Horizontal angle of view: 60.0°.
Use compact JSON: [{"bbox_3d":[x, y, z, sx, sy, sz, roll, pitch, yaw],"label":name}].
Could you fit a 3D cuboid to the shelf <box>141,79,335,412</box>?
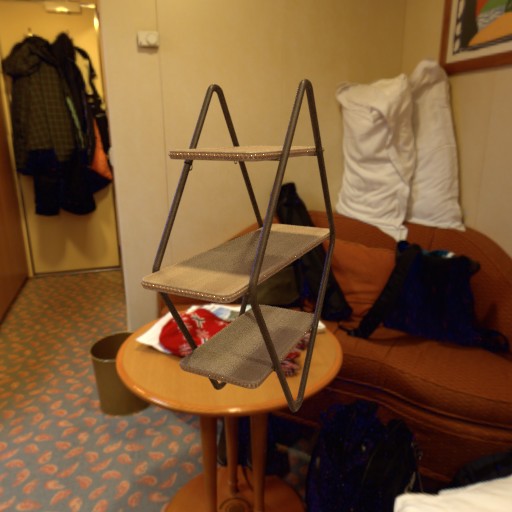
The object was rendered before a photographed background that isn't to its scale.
[{"bbox_3d":[0.000,0.000,1.049,0.234,0.774,0.609,8,17,25],"label":"shelf"}]
